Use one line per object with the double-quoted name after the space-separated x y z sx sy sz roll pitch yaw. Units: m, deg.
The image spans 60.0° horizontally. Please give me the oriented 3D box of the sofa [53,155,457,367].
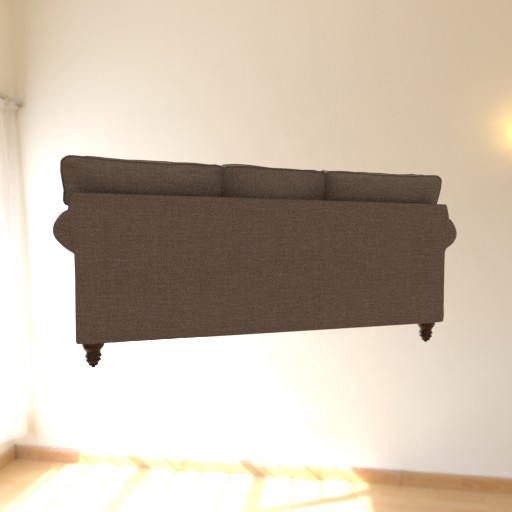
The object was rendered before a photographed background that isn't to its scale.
0.000 0.000 2.591 2.084 0.961 0.916 0 2 -17 "sofa"
